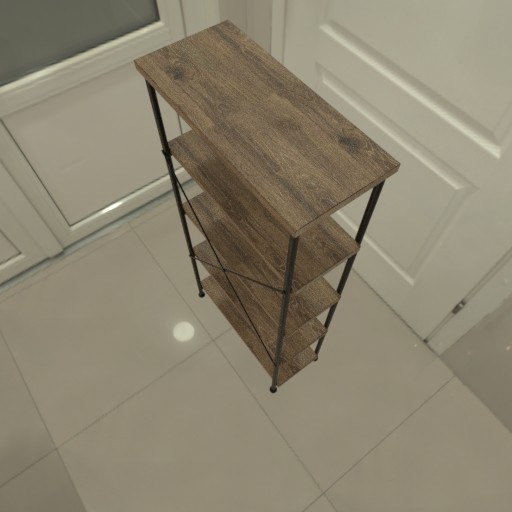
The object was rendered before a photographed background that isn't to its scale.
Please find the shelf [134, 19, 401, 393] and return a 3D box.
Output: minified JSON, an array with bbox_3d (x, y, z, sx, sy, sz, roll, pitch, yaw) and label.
[{"bbox_3d":[0.000,0.000,2.013,0.360,1.700,0.800,-33,65,-18],"label":"shelf"}]
